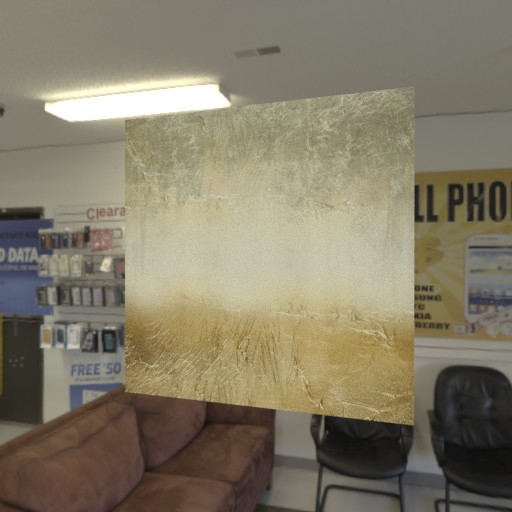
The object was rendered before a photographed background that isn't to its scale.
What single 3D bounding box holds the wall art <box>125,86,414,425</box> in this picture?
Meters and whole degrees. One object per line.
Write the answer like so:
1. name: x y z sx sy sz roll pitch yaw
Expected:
1. wall art: 0.000 0.000 1.626 1.092 1.091 0.051 0 0 19
